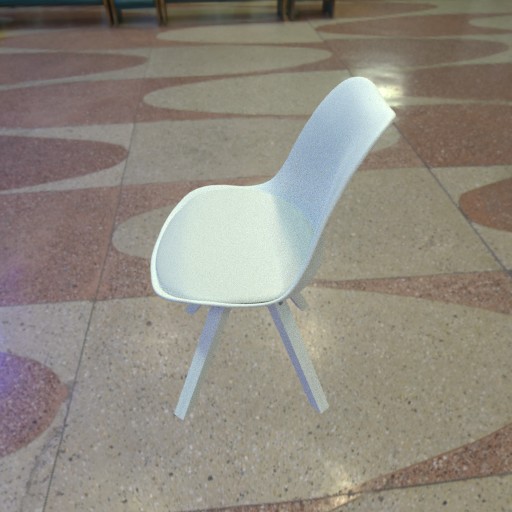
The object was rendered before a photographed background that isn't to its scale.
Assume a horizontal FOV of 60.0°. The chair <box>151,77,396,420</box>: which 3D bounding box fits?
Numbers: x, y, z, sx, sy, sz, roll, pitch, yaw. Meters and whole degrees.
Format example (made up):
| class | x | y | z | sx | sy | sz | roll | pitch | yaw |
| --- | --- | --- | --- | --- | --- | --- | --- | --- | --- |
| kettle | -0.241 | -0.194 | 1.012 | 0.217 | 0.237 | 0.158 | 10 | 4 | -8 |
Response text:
| class | x | y | z | sx | sy | sz | roll | pitch | yaw |
| --- | --- | --- | --- | --- | --- | --- | --- | --- | --- |
| chair | 0.000 | 0.000 | 1.181 | 0.550 | 0.850 | 0.485 | -2 | 41 | -2 |
